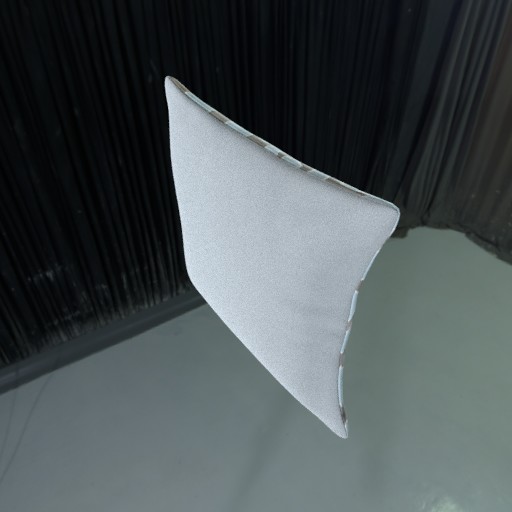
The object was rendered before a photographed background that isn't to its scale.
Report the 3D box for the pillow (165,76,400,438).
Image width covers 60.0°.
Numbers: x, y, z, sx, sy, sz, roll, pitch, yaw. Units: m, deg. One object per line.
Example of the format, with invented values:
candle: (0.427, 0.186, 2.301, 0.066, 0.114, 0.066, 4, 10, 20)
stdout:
pillow: (0.000, 0.000, 0.819, 0.166, 0.508, 0.552, -25, 46, -27)
